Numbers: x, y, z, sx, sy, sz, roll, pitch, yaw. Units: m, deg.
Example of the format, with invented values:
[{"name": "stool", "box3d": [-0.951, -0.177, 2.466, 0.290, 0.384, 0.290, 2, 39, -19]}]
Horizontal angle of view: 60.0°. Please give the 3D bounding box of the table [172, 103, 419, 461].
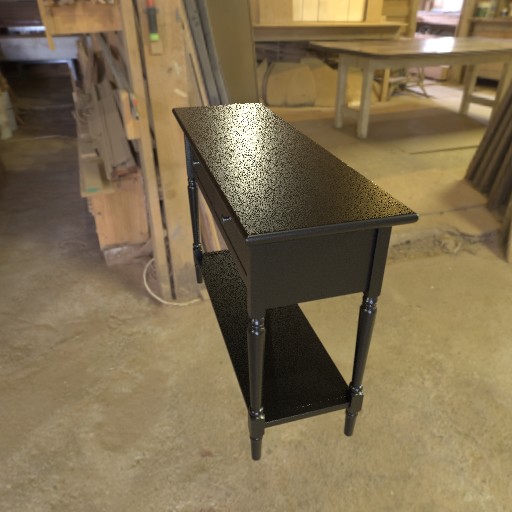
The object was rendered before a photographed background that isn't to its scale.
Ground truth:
[{"name": "table", "box3d": [0.000, 0.000, 1.601, 0.386, 0.819, 1.191, -8, 31, -14]}]
